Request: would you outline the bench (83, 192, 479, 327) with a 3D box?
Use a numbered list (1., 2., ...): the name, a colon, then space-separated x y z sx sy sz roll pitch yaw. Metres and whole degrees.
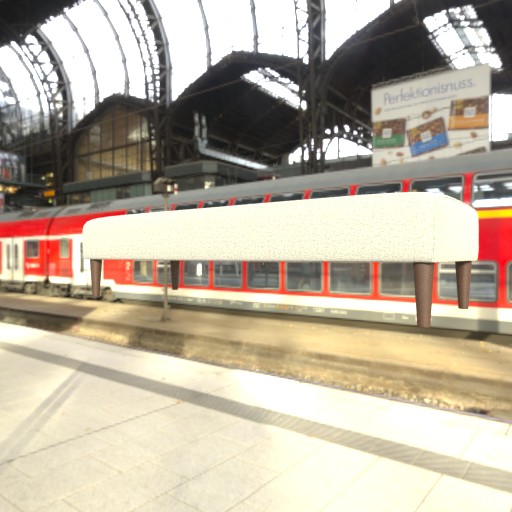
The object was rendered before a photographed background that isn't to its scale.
1. bench: 0.000 0.000 1.852 1.598 0.383 0.631 0 0 36
